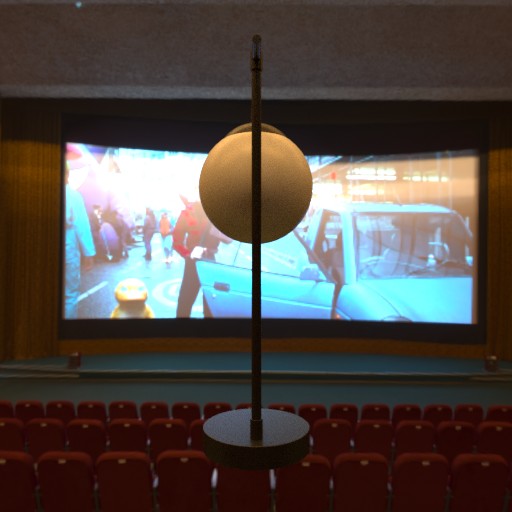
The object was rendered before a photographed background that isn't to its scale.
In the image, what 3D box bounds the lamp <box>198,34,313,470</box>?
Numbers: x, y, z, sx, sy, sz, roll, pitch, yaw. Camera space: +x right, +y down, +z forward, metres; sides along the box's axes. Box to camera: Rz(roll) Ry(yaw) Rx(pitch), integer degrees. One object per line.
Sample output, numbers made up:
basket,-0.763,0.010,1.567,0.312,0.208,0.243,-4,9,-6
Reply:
lamp,0.000,0.000,0.706,0.197,0.559,0.316,0,-1,0
